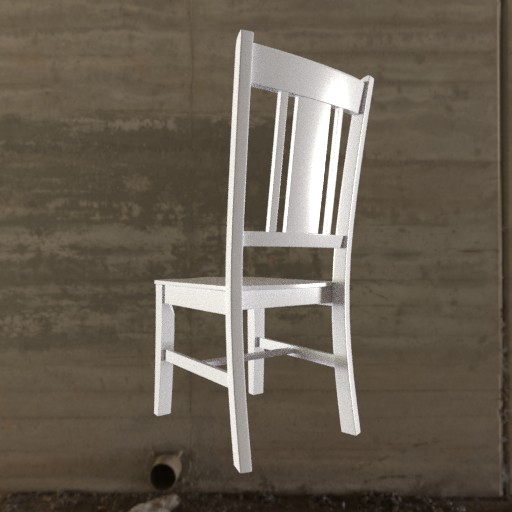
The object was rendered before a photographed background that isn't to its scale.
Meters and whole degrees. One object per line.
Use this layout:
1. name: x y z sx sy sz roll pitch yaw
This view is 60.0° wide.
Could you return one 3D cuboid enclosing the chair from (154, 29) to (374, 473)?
1. chair: 0.000 0.000 1.311 0.450 0.998 0.555 0 -1 -36
